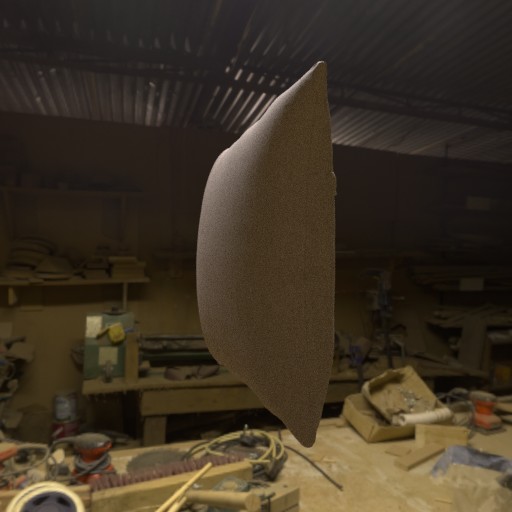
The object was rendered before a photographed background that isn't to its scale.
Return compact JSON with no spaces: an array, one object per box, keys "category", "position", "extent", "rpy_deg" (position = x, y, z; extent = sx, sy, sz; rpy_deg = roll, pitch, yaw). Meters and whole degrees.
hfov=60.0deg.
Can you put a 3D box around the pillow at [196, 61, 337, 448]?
[{"category":"pillow","position":[0.000,0.000,0.696],"extent":[0.173,0.436,0.433],"rpy_deg":[0,0,-18]}]
